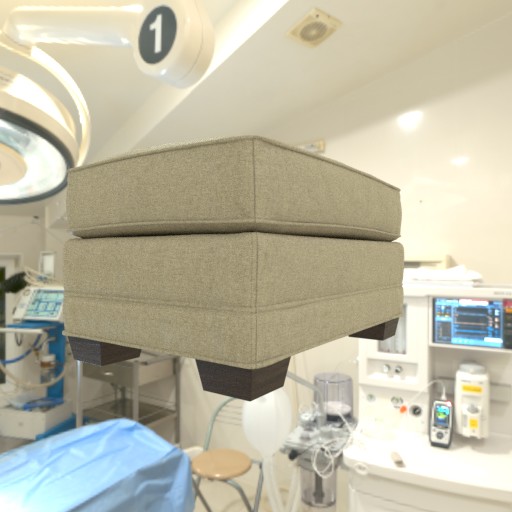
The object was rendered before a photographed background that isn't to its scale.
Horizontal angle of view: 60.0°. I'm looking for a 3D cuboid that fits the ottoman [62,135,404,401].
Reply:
[{"bbox_3d":[0.000,0.000,1.248,0.611,0.508,0.848,0,0,35],"label":"ottoman"}]
